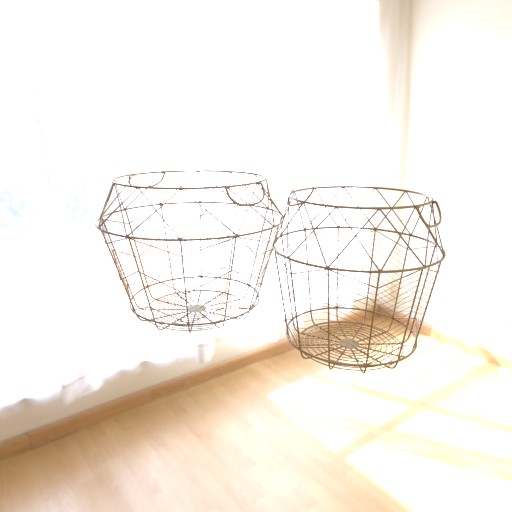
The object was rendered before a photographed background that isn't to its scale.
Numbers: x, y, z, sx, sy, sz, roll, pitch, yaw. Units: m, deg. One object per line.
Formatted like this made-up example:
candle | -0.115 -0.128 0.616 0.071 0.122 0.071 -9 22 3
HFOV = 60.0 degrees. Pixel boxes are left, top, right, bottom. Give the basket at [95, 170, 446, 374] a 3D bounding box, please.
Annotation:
basket | 0.000 0.000 1.028 0.805 0.343 0.451 9 18 27
